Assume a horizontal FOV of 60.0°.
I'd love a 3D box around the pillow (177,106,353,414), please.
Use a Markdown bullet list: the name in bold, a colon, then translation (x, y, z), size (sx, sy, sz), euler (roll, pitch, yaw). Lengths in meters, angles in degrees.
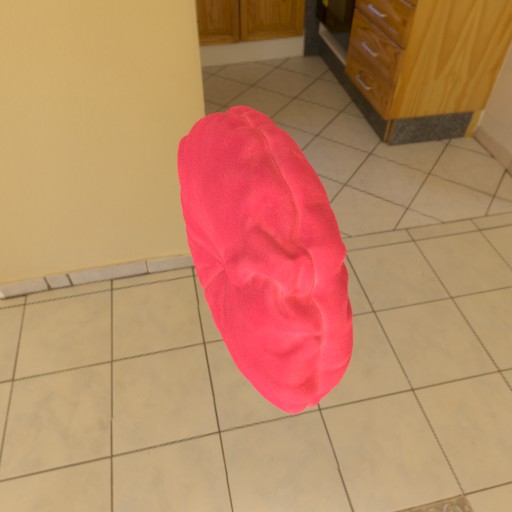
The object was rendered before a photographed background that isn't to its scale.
- **pillow**: translation (0.000, 0.000, 0.640), size (0.148, 0.407, 0.428), euler (-17, 49, -15)
